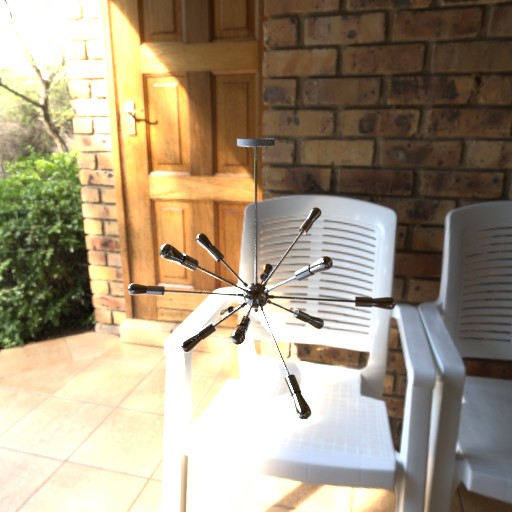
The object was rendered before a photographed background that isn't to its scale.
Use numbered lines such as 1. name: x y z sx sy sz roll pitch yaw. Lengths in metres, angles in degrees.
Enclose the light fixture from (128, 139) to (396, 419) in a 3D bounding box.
1. light fixture: 0.000 0.000 1.092 0.684 0.558 0.509 2 16 9
